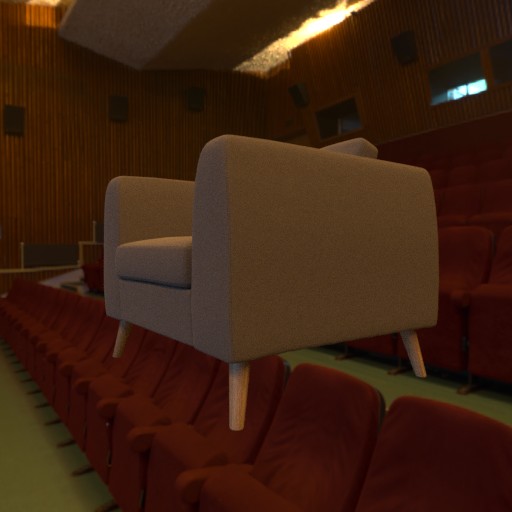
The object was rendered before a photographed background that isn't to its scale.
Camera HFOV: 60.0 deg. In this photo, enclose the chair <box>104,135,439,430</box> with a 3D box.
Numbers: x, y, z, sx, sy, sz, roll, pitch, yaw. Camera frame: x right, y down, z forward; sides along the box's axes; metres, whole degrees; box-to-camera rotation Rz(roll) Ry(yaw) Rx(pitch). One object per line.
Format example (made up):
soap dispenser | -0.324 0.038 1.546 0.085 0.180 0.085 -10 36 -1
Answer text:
chair | 0.000 0.000 1.730 0.930 0.860 1.000 -1 1 -36
